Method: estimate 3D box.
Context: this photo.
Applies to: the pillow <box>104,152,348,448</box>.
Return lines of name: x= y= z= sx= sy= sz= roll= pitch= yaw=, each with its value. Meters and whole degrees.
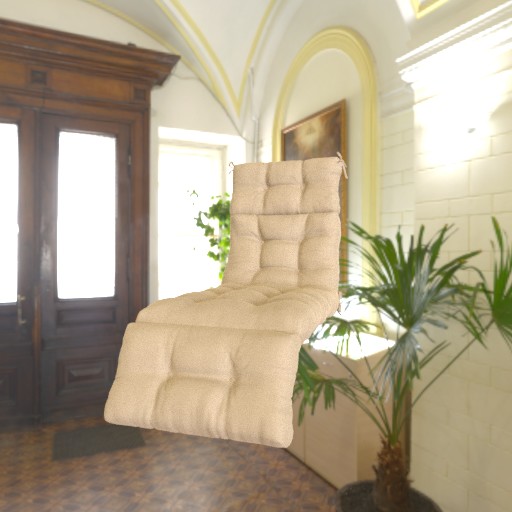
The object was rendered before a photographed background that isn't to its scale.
pillow: x=0.000 y=0.000 z=1.504 sx=0.526 sy=0.863 sz=1.016 roll=0 pitch=0 yaw=18
